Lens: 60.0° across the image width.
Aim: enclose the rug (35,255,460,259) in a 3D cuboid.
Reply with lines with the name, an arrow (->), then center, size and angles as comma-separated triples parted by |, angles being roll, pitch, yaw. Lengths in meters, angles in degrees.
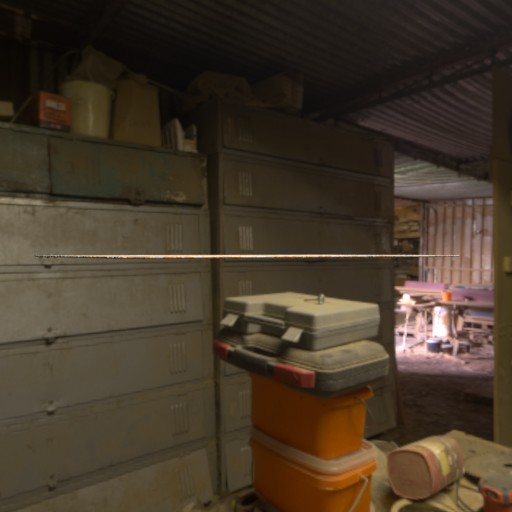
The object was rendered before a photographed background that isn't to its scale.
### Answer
rug -> 0.000, 0.000, 2.973 | 2.428, 0.010, 1.533 | 0, 0, -37
